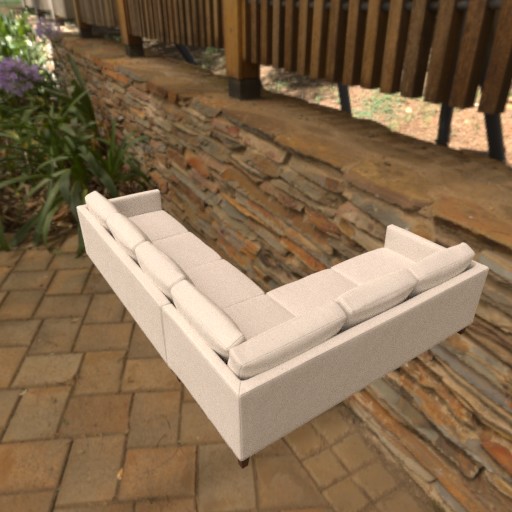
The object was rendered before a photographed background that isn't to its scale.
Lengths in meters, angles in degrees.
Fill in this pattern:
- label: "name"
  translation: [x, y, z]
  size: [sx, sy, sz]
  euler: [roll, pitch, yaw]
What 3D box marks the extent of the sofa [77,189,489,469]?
- label: "sofa"
  translation: [0.000, 0.000, 4.246]
  size: [2.432, 0.863, 3.182]
  euler: [-19, 35, -29]
